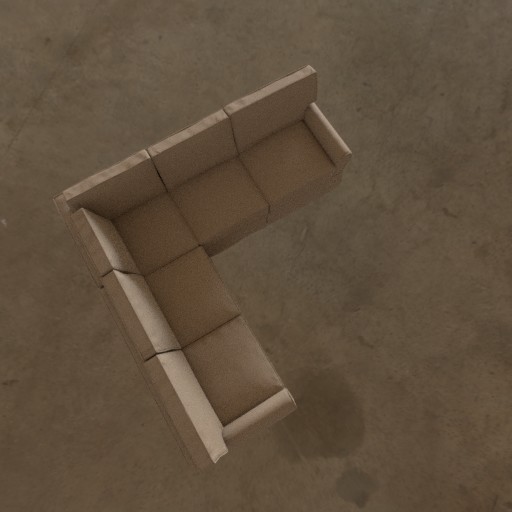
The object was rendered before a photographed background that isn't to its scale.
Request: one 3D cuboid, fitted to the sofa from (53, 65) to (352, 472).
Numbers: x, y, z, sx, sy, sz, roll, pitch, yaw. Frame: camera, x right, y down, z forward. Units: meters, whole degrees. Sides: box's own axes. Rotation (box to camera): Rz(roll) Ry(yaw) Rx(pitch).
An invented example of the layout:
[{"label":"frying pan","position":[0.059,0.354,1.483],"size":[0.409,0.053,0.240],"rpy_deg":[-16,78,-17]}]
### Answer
[{"label":"sofa","position":[0.000,0.000,4.220],"size":[2.733,1.124,2.730],"rpy_deg":[-30,77,-8]}]
